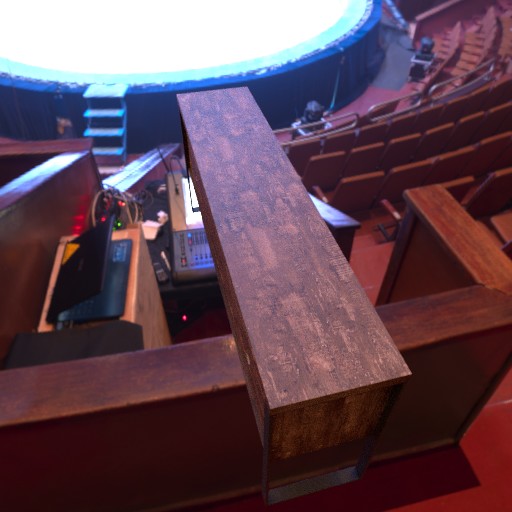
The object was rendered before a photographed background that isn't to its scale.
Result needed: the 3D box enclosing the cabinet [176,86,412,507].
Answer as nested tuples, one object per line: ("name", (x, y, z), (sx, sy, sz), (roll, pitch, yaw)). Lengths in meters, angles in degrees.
("cabinet", (0.000, 0.000, 2.003), (0.395, 0.762, 1.800), (-10, 45, -10))
